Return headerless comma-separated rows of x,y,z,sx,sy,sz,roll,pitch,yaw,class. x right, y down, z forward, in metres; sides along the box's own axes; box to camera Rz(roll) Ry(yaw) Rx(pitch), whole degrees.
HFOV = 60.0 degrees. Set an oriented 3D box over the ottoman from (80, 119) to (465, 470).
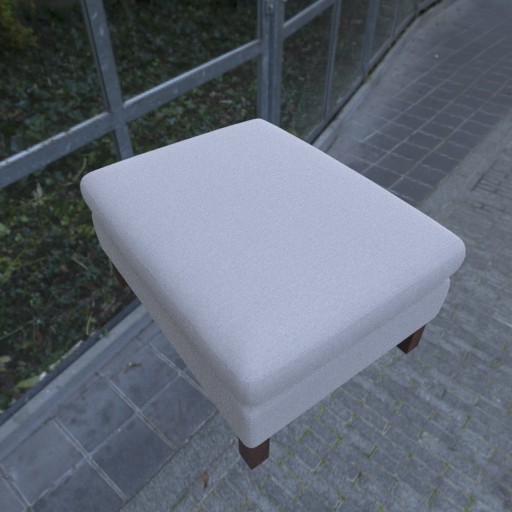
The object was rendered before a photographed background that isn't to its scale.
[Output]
0.000,0.000,1.134,0.606,0.420,0.771,-26,48,-26,ottoman
